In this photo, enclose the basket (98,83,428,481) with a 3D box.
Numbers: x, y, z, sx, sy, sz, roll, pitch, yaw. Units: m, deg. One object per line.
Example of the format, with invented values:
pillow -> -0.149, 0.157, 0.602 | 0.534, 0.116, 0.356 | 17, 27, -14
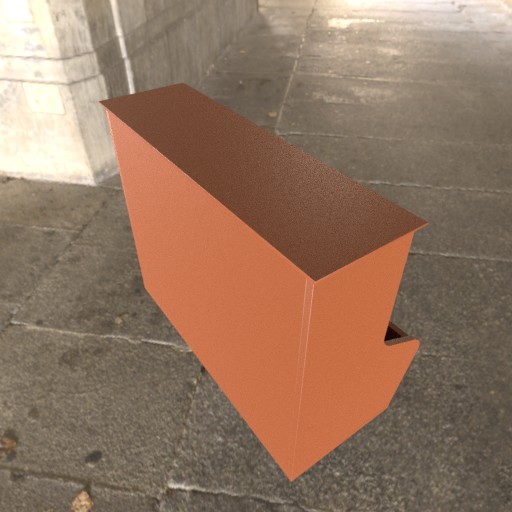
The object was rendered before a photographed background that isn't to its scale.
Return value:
basket -> 0.000, 0.000, 1.113 | 0.376, 0.625, 0.792 | -25, 45, -27
